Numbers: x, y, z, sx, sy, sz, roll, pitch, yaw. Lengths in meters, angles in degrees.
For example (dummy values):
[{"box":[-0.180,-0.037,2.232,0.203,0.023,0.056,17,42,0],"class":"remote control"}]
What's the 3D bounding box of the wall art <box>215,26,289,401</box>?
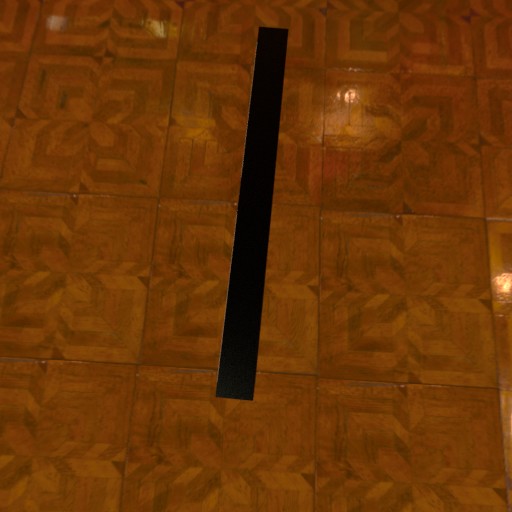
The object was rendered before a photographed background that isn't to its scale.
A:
[{"box":[0.000,0.000,0.769,0.039,0.553,0.451,5,75,1],"class":"wall art"}]
